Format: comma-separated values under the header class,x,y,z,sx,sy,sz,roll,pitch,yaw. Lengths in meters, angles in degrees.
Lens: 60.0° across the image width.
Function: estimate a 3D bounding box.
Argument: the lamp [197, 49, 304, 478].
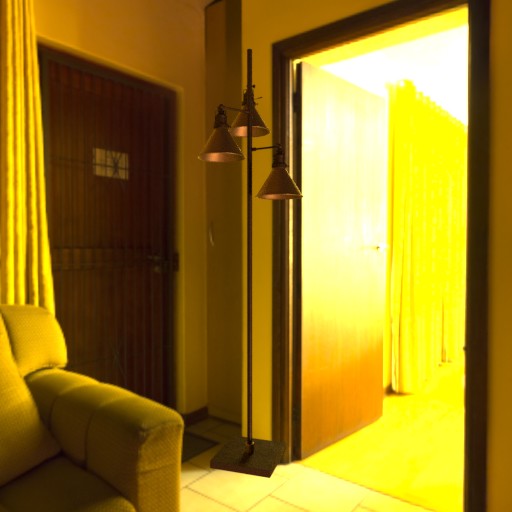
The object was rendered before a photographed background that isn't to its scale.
class,x,y,z,sx,sy,sz,roll,pitch,yaw
lamp,0.000,0.000,1.865,0.415,1.716,0.428,0,1,18
